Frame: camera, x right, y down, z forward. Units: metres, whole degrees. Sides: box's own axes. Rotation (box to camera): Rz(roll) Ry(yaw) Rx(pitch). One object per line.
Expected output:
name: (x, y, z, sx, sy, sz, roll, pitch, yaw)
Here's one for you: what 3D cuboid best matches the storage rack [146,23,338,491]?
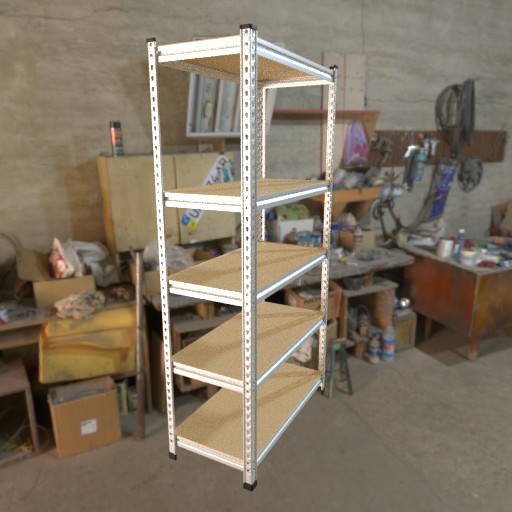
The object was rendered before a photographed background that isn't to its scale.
storage rack: (0.000, 0.000, 2.172, 0.457, 1.829, 0.914, 7, 16, 27)
